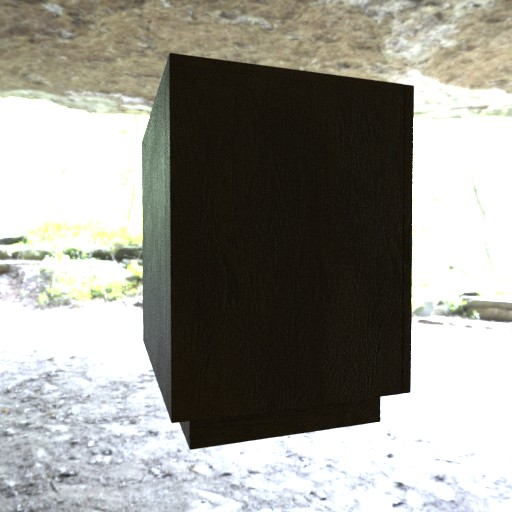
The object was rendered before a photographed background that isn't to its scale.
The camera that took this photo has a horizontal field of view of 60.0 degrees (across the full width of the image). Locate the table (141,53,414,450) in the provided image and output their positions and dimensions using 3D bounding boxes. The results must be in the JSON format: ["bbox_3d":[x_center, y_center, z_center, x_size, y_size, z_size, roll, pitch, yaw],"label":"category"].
[{"bbox_3d":[0.000,0.000,0.957,0.439,0.585,0.560,-1,2,-18],"label":"table"}]
